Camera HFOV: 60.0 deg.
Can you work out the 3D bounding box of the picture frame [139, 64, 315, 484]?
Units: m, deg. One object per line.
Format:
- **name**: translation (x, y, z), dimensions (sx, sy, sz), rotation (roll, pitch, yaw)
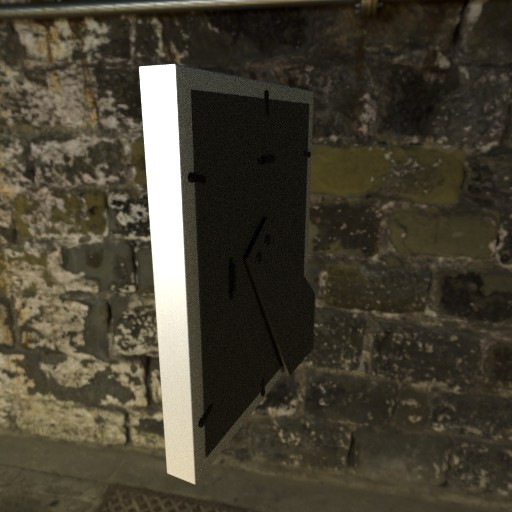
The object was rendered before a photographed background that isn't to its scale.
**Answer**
- **picture frame**: translation (0.000, 0.000, 0.385), dimensions (0.036, 0.282, 0.233), rotation (8, 18, 25)
